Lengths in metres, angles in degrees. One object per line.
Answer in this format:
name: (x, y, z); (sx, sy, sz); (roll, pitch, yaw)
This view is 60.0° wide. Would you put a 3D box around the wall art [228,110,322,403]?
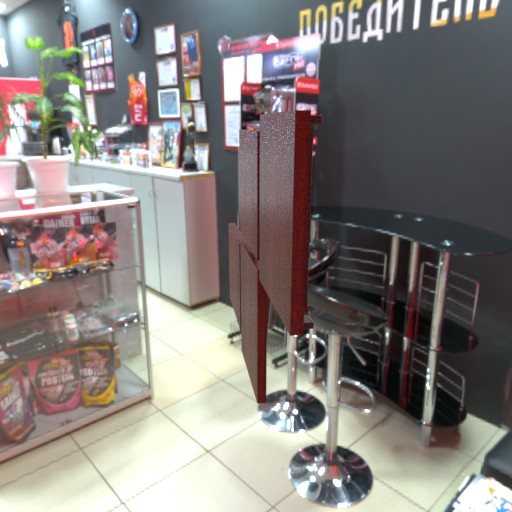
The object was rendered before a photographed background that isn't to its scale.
wall art: (0.000, 0.000, 0.824); (0.030, 0.497, 0.635); (-3, 17, -10)
